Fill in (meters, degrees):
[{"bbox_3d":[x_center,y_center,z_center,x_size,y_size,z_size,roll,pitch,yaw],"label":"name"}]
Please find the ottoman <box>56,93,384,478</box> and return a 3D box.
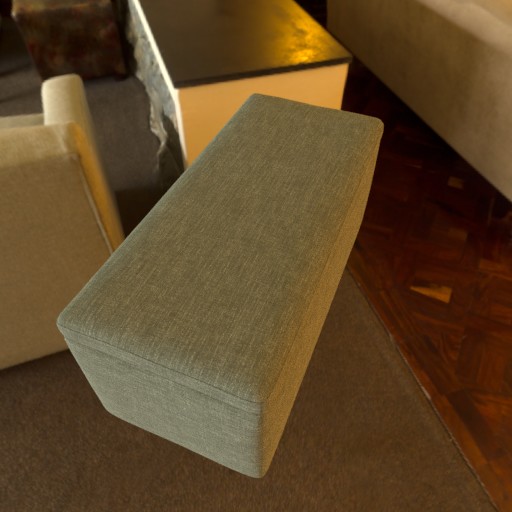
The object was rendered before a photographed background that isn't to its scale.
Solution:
[{"bbox_3d":[0.000,0.000,1.126,0.419,0.432,0.902,17,50,15],"label":"ottoman"}]
